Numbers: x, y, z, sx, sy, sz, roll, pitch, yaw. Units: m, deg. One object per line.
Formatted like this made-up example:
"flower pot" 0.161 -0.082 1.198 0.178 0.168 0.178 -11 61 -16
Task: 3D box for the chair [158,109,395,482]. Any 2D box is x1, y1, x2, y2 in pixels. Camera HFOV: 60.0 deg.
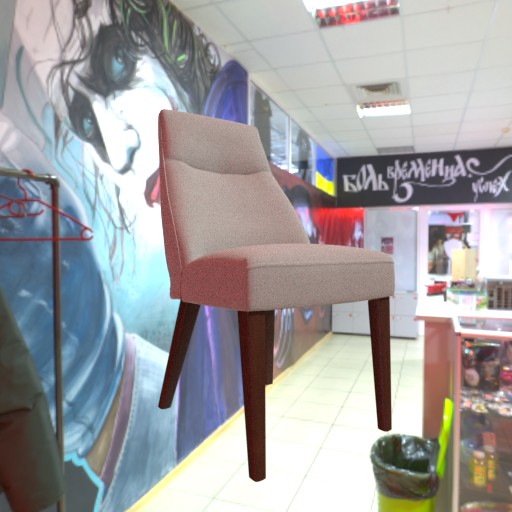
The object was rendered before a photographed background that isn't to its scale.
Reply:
"chair" 0.000 0.000 1.293 0.500 0.930 0.620 -1 2 -36
